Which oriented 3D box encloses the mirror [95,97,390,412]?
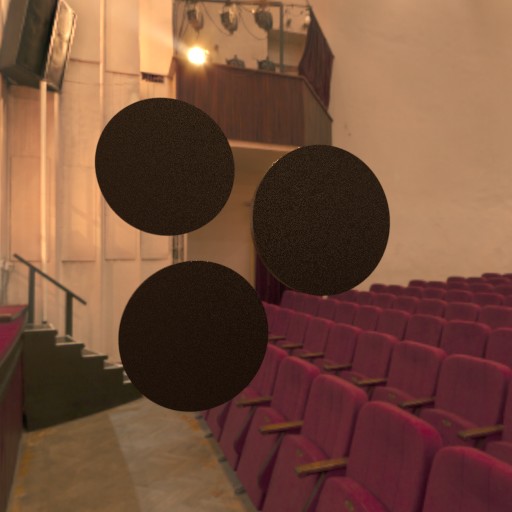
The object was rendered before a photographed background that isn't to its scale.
[{"bbox_3d":[0.000,0.000,3.155,2.160,2.096,0.076,0,-1,-17],"label":"mirror"}]
